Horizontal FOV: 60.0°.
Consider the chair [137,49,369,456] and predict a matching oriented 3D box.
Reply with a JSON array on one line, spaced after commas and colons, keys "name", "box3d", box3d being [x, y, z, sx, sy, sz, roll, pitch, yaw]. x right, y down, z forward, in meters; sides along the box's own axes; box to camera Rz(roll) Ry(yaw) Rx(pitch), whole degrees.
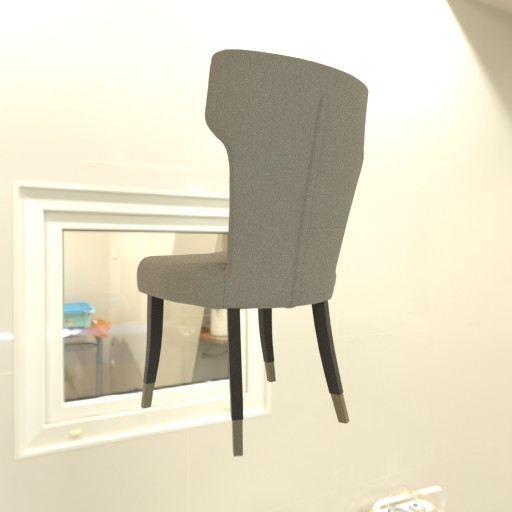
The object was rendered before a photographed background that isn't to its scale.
[{"name": "chair", "box3d": [0.000, 0.000, 1.318, 0.526, 0.955, 0.630, 0, 1, -34]}]
